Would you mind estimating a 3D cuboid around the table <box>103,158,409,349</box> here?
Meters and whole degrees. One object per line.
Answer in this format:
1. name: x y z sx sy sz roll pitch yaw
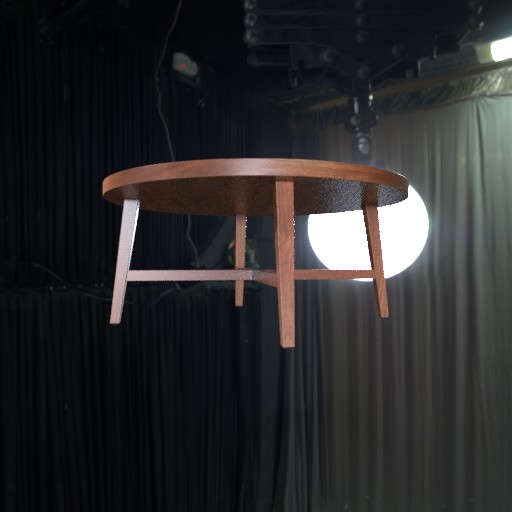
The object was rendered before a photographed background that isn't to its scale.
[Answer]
1. table: 0.000 0.000 1.224 0.800 0.360 0.800 0 0 0
